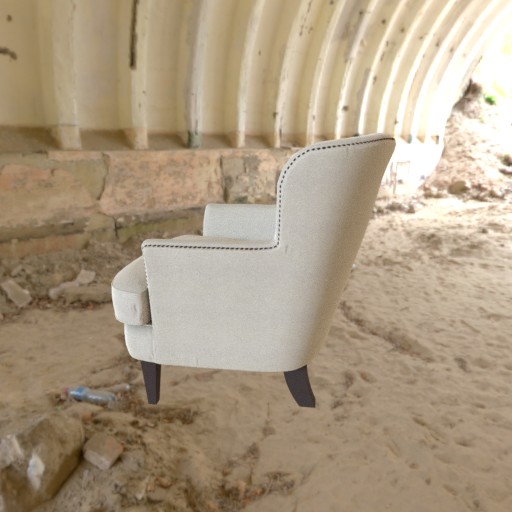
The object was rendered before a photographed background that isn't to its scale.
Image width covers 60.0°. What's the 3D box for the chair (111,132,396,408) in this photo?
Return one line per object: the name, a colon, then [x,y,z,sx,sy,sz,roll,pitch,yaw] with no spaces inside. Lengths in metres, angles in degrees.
chair: [0.000,0.000,1.618,0.906,0.868,0.848,2,15,8]
